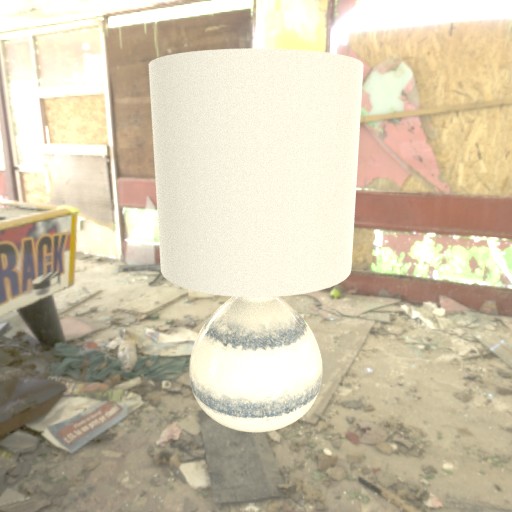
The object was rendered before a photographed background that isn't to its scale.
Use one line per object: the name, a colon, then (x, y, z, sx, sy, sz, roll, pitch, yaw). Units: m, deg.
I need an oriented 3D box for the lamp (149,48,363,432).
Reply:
lamp: (0.000, 0.000, 0.512, 0.216, 0.404, 0.216, 15, 21, 43)
